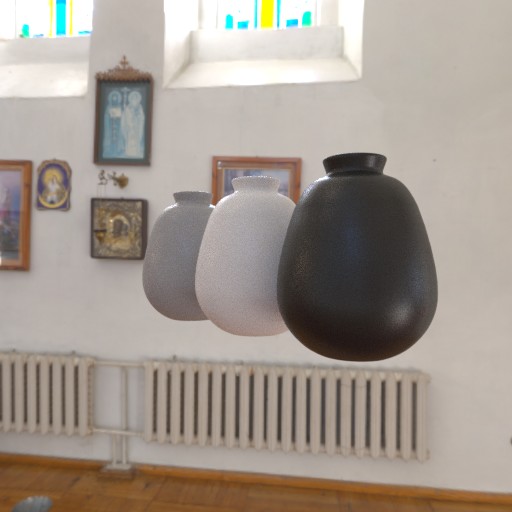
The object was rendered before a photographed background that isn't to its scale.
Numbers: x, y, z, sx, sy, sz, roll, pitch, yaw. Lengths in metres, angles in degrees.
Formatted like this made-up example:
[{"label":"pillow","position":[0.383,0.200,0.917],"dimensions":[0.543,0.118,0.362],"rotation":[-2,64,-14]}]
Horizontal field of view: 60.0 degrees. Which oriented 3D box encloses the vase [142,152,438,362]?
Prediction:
[{"label":"vase","position":[0.000,0.000,0.357],"dimensions":[0.097,0.122,0.297],"rotation":[0,0,-38]}]
